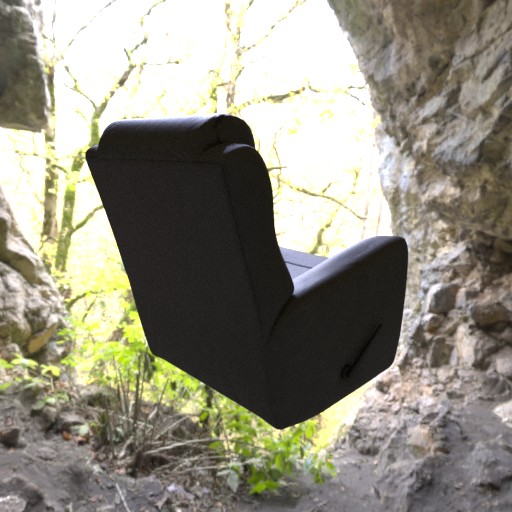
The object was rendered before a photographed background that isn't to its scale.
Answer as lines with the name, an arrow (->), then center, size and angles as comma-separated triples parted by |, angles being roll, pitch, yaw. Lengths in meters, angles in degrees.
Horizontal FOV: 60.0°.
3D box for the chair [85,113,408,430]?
chair -> 0.000, 0.000, 1.907 | 1.068, 1.116, 0.967 | -14, 20, -43
